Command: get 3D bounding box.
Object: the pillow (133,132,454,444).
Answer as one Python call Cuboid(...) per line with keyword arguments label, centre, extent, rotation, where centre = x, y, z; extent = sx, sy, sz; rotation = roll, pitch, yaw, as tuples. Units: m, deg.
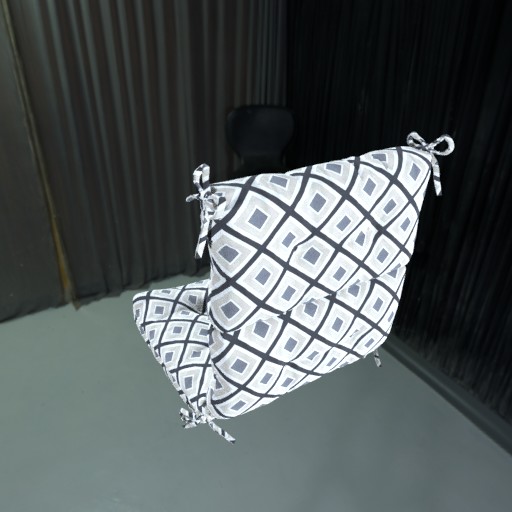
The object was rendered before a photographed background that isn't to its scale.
Cuboid(label="pillow", centre=(0.000, 0.000, 1.013), extent=(0.519, 0.605, 0.571), rotation=(-17, 33, -27))
